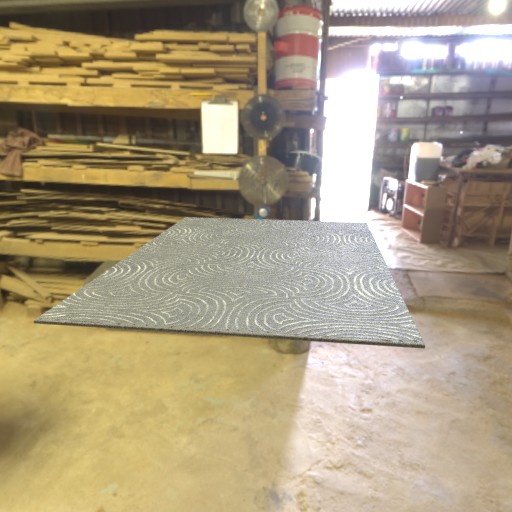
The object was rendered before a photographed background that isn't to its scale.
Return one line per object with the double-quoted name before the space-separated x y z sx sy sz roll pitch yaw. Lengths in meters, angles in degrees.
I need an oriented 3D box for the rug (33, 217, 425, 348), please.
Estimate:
"rug" 0.000 0.000 2.729 1.543 0.015 2.144 2 17 8
